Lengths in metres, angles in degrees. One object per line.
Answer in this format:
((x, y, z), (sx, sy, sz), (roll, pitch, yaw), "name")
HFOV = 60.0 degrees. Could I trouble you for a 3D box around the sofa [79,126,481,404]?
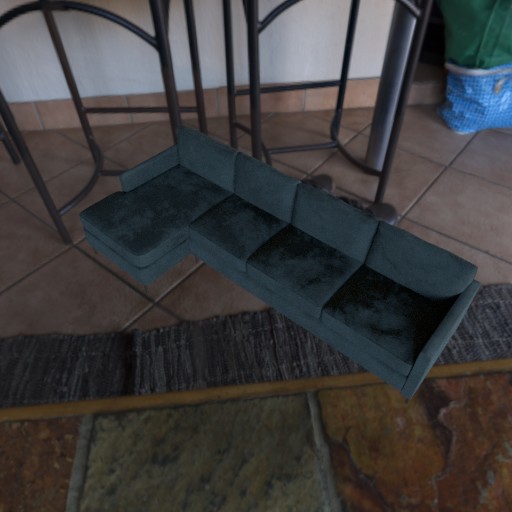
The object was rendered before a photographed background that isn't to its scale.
((0.000, 0.000, 4.015), (3.400, 0.967, 1.500), (31, 53, 27), "sofa")
